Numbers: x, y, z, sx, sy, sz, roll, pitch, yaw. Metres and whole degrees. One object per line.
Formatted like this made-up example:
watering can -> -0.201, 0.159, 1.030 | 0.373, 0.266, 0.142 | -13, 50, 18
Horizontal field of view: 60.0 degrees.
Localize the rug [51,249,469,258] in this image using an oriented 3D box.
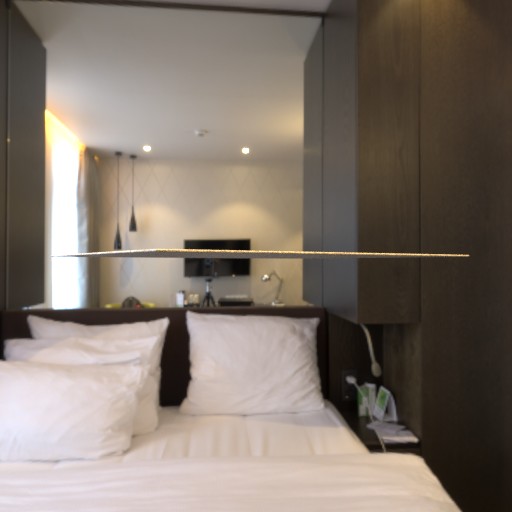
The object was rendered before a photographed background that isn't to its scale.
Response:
rug -> 0.000, 0.000, 4.132 | 3.061, 0.014, 2.447 | 1, -1, -36
